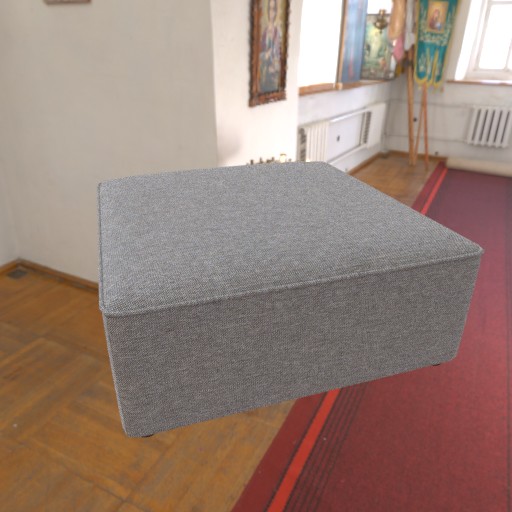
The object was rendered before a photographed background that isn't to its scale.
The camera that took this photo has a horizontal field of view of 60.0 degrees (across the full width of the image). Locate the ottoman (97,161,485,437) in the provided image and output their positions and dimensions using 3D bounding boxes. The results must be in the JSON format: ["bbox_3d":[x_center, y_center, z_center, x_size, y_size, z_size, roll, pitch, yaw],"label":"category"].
[{"bbox_3d":[0.000,0.000,1.551,1.005,0.455,1.005,-8,27,-16],"label":"ottoman"}]
